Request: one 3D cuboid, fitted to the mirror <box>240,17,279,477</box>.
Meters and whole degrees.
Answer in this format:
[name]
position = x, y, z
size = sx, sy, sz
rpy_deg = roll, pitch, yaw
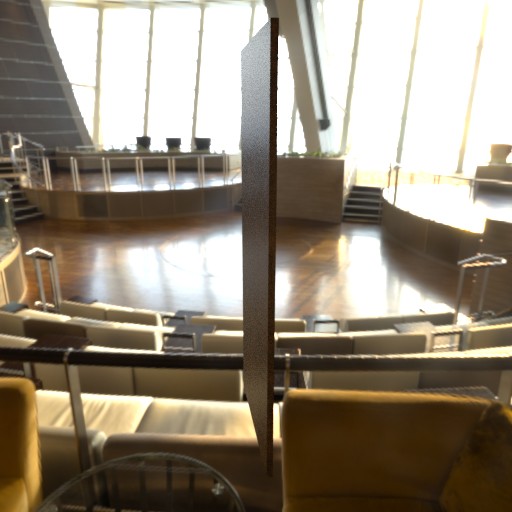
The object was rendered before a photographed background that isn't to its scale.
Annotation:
[mirror]
position = 0.000, 0.000, 2.267
size = 0.032, 2.031, 0.812
rpy_deg = -3, 17, -9
